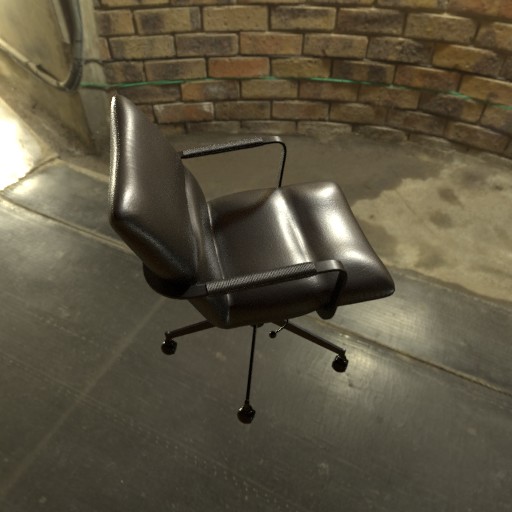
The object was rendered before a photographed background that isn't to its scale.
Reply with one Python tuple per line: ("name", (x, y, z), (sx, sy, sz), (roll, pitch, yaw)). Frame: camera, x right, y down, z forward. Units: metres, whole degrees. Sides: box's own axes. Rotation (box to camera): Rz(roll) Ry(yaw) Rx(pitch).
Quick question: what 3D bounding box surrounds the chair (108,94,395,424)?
("chair", (0.000, 0.000, 1.454), (0.748, 0.922, 0.719), (-9, 46, -8))
